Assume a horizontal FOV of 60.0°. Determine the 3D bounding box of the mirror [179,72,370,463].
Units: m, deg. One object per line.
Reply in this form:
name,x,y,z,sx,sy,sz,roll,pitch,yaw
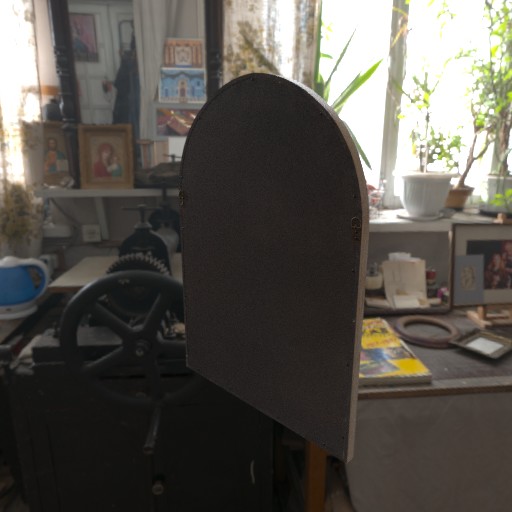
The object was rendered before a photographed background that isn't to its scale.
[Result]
mirror,0.000,0.000,1.199,0.032,0.920,0.660,-15,21,-43
